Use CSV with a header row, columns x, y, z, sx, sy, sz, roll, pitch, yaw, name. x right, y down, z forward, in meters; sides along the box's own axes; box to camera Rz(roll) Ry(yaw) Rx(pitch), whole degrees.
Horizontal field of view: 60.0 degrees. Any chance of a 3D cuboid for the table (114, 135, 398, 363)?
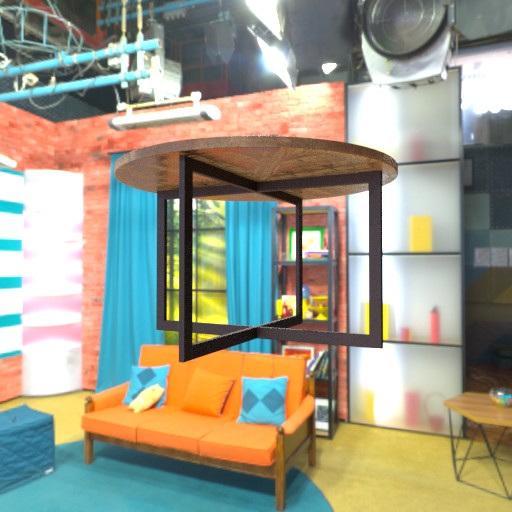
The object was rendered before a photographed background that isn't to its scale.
x,y,z,sx,sy,sz,roll,pitch,yaw,name
0.000,0.000,2.066,1.264,0.762,1.264,0,-1,0,table
